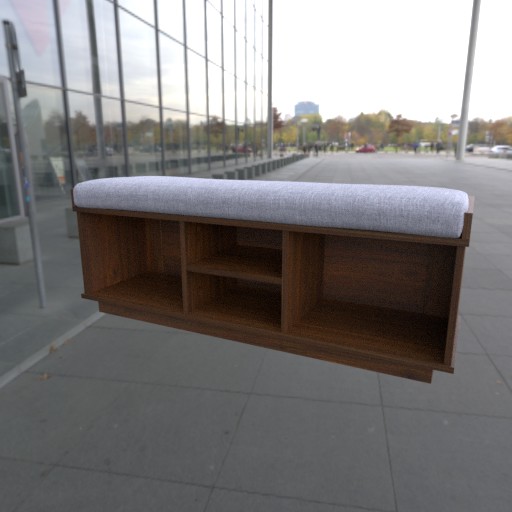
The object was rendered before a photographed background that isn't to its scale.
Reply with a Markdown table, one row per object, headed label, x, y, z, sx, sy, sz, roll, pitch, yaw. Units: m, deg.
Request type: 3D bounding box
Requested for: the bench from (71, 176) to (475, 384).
| label | x | y | z | sx | sy | sz | roll | pitch | yaw |
| --- | --- | --- | --- | --- | --- | --- | --- | --- | --- |
| bench | 0.000 | 0.000 | 1.396 | 1.196 | 0.468 | 0.367 | 7 | 16 | 25 |
